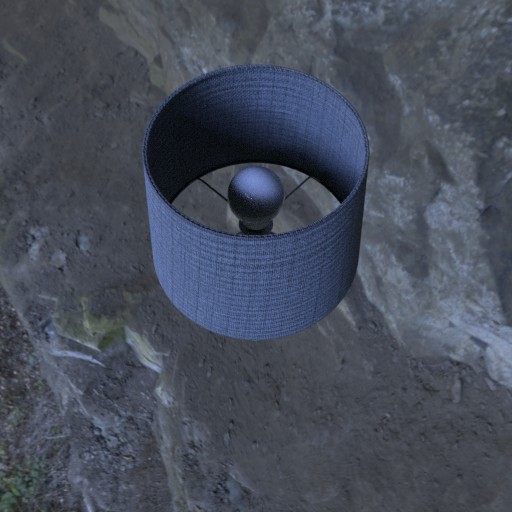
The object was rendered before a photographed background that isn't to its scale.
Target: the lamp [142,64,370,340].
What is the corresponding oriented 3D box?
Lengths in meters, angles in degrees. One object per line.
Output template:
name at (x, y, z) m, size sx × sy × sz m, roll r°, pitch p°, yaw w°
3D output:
lamp at (0.000, 0.000, 0.578) m, size 0.251 × 0.429 × 0.251 m, roll 0°, pitch 62°, yaw 0°
